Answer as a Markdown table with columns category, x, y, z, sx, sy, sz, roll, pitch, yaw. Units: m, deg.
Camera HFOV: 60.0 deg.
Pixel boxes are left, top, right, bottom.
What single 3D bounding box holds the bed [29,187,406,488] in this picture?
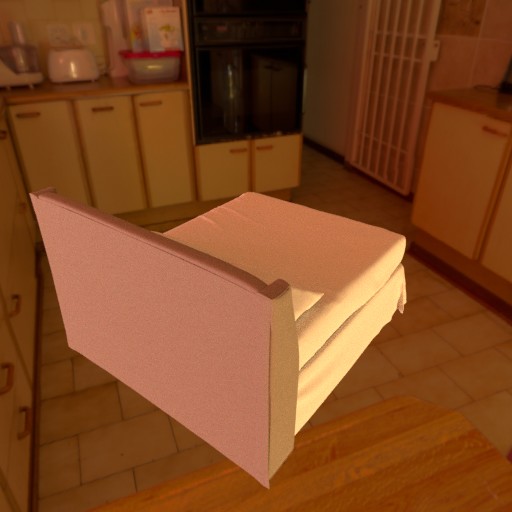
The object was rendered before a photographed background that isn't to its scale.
| category | x | y | z | sx | sy | sz | roll | pitch | yaw |
| --- | --- | --- | --- | --- | --- | --- | --- | --- | --- |
| bed | 0.000 | 0.000 | 3.389 | 1.925 | 1.332 | 2.276 | 21 | 36 | 32 |
